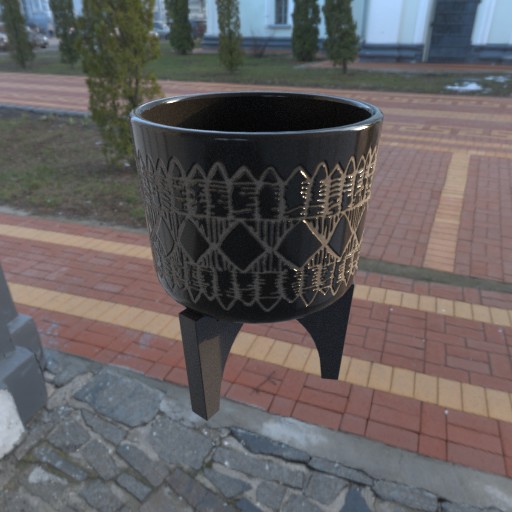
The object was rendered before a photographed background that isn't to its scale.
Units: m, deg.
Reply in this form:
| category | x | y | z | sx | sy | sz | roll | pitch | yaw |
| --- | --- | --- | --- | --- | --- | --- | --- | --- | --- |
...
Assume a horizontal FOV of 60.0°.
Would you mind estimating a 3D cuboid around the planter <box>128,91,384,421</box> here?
| category | x | y | z | sx | sy | sz | roll | pitch | yaw |
| --- | --- | --- | --- | --- | --- | --- | --- | --- | --- |
| planter | 0.000 | 0.000 | 0.410 | 0.196 | 0.264 | 0.196 | 20 | 33 | 33 |
